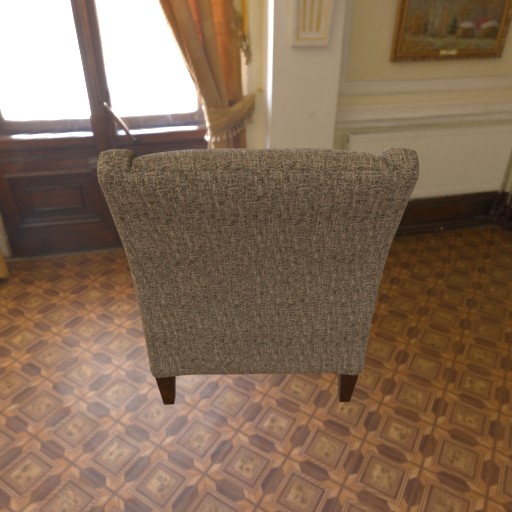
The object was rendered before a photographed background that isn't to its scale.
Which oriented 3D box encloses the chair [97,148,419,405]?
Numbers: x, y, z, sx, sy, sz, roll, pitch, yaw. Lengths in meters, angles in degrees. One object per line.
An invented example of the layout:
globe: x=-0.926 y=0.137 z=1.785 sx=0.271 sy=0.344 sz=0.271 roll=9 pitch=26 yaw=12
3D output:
chair: x=0.000 y=0.000 z=1.619 sx=0.774 sy=1.014 sz=0.870 roll=-1 pitch=30 yaw=-1
